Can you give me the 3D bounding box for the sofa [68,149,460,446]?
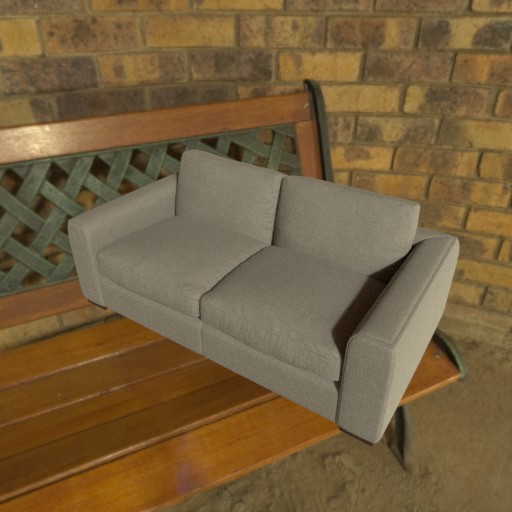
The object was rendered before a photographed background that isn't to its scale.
[{"bbox_3d":[0.000,0.000,2.479,1.920,0.800,1.069,19,36,28],"label":"sofa"}]
